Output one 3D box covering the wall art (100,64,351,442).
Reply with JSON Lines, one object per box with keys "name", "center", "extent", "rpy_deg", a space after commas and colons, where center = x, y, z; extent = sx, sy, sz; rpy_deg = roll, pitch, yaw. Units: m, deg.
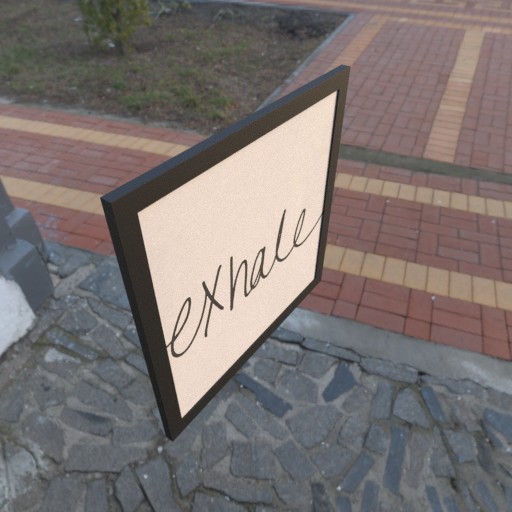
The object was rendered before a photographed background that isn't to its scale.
{"name": "wall art", "center": [0.000, 0.000, 0.541], "extent": [0.012, 0.357, 0.358], "rpy_deg": [27, 48, 27]}
